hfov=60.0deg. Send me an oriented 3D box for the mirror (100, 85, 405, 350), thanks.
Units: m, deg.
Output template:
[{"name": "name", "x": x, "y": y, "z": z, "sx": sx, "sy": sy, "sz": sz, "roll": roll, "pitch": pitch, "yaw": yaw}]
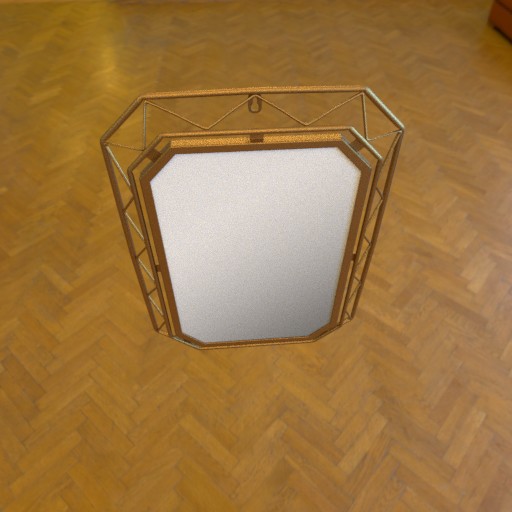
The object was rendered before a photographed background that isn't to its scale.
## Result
[{"name": "mirror", "x": 0.000, "y": 0.000, "z": 0.738, "sx": 0.417, "sy": 0.566, "sz": 0.042, "roll": -3, "pitch": 46, "yaw": -3}]
